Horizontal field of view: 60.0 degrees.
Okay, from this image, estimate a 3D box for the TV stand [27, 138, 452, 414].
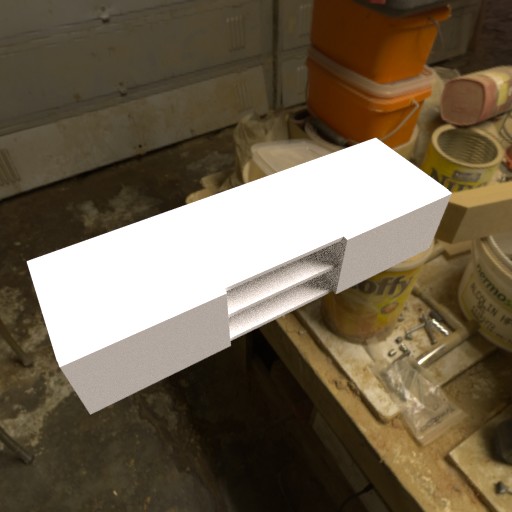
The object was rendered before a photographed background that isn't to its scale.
[{"bbox_3d":[0.000,0.000,1.603,1.400,0.310,0.420,-23,51,-20],"label":"TV stand"}]
